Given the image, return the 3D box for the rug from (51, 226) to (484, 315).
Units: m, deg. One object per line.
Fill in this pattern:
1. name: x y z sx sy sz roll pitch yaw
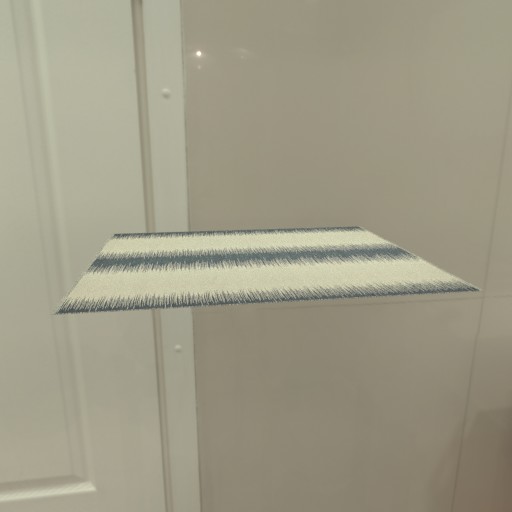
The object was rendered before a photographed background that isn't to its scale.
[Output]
1. rug: 0.000 0.000 4.207 3.037 0.004 2.453 -2 15 -8
